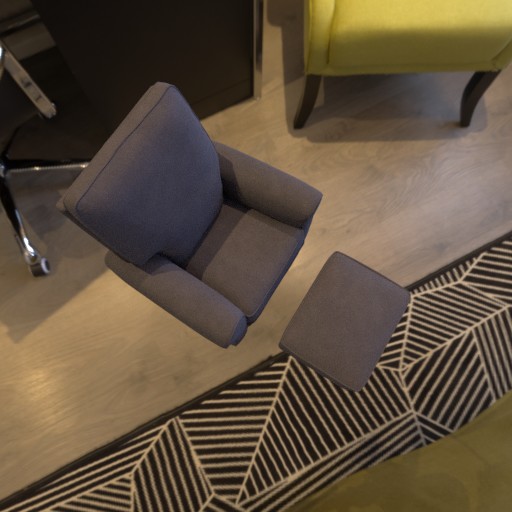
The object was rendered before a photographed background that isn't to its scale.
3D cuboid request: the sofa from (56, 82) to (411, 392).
[{"bbox_3d":[0.000,0.000,2.073,1.478,0.959,0.880,31,76,8],"label":"sofa"}]
